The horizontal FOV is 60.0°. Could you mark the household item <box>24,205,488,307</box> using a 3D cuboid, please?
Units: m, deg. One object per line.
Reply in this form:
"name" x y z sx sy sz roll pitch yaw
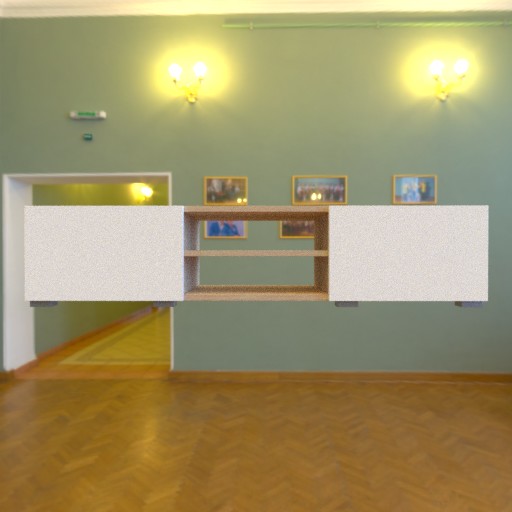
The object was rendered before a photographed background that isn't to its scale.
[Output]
"household item" 0.000 0.000 1.545 1.400 0.310 0.420 0 1 0
